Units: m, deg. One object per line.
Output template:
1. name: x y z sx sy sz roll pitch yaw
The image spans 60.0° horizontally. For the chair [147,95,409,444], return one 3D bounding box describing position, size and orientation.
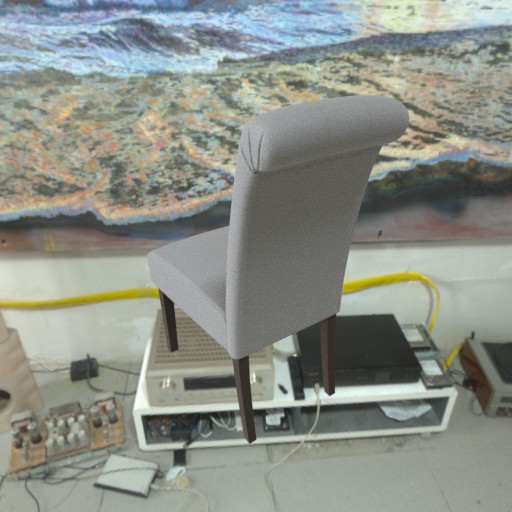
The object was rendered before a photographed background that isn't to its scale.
1. chair: 0.000 0.000 1.366 0.456 1.006 0.671 -19 35 -30
